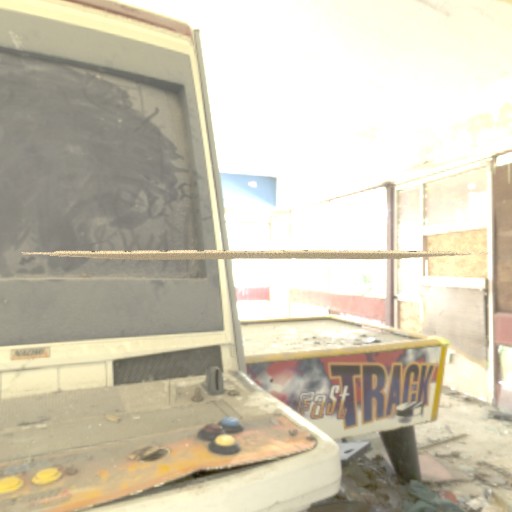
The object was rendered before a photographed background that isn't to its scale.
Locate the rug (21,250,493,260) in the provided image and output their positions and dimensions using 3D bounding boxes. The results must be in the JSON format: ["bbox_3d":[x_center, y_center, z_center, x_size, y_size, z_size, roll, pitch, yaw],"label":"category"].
[{"bbox_3d":[0.000,0.000,3.256,2.615,0.029,1.664,0,-1,0],"label":"rug"}]
